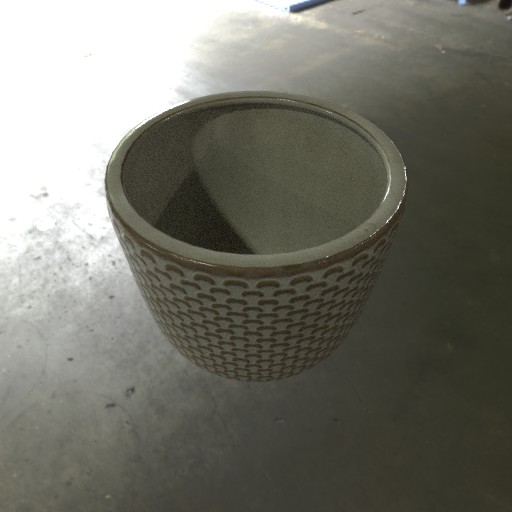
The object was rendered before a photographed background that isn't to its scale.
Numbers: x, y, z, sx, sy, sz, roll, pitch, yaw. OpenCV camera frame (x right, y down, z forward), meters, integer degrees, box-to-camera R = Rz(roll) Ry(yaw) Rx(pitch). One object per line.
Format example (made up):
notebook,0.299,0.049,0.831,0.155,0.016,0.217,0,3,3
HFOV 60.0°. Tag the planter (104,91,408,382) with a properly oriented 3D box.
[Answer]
planter,0.000,0.000,0.250,0.139,0.130,0.139,0,46,0
